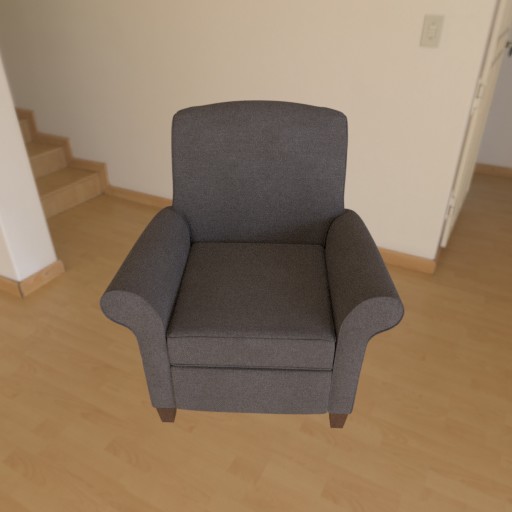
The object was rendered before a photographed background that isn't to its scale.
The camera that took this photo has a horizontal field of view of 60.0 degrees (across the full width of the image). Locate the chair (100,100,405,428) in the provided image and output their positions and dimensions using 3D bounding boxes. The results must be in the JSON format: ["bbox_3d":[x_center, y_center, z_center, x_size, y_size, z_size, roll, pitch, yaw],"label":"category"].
[{"bbox_3d":[0.000,0.000,1.819,0.978,1.061,0.905,1,31,2],"label":"chair"}]
